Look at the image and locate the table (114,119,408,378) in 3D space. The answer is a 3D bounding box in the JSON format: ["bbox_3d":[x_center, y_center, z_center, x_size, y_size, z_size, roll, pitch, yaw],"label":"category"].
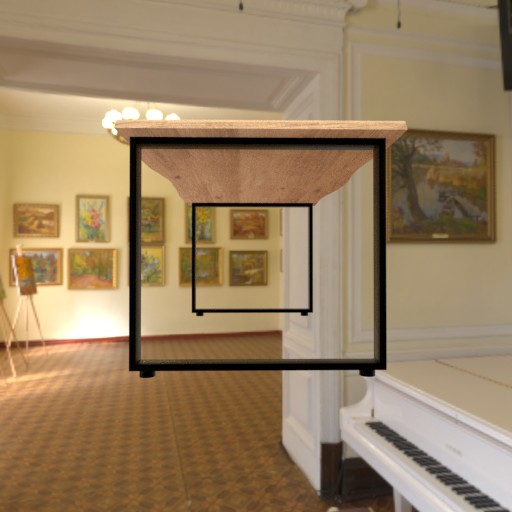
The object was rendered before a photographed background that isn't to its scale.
[{"bbox_3d":[0.000,0.000,2.193,0.900,0.780,1.800,0,-1,-1],"label":"table"}]
